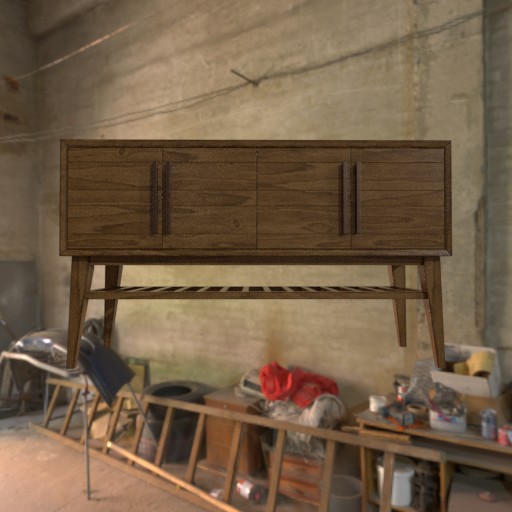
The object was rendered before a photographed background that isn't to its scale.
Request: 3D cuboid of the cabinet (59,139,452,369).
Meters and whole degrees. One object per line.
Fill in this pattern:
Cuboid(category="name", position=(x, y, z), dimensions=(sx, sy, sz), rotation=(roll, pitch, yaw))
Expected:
Cuboid(category="cabinet", position=(0.000, 0.000, 1.763), dimensions=(1.363, 0.802, 0.477), rotation=(0, -1, -1))
